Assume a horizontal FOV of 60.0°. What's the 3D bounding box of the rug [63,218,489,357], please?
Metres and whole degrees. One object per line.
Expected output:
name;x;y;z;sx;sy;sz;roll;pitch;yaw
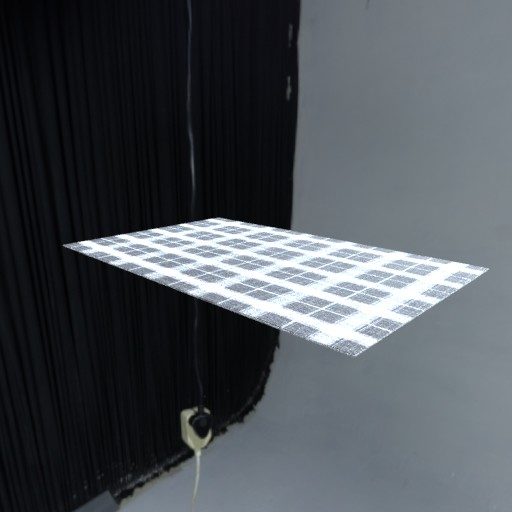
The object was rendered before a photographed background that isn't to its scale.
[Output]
rug;0.000;0.000;2.940;2.434;0.015;1.520;14;21;42
